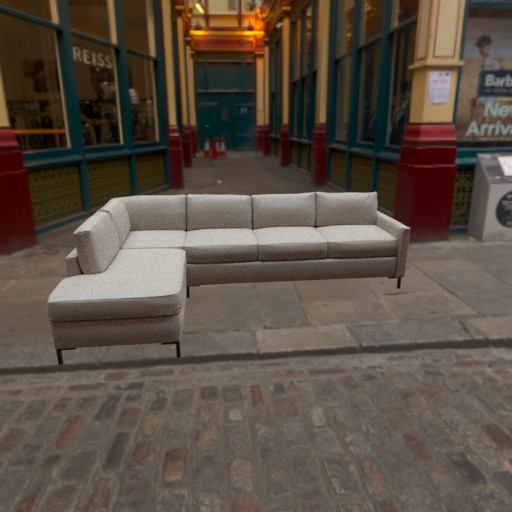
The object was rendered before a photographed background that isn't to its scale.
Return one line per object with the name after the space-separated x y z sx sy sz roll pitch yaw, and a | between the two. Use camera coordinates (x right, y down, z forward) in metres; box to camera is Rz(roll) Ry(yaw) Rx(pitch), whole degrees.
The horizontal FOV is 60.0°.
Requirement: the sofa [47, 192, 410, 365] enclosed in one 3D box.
0.000 0.000 3.204 2.423 0.703 1.617 -2 17 -6 | sofa
